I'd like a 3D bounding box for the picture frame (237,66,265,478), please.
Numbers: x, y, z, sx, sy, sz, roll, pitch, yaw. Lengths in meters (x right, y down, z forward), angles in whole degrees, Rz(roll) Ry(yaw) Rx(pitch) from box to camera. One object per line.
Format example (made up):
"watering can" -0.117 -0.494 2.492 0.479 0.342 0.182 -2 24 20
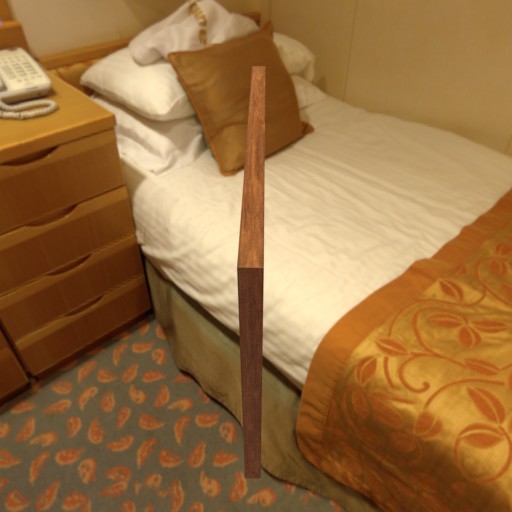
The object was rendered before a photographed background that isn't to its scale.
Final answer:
"picture frame" 0.000 0.000 0.770 0.025 0.457 0.559 1 41 1
